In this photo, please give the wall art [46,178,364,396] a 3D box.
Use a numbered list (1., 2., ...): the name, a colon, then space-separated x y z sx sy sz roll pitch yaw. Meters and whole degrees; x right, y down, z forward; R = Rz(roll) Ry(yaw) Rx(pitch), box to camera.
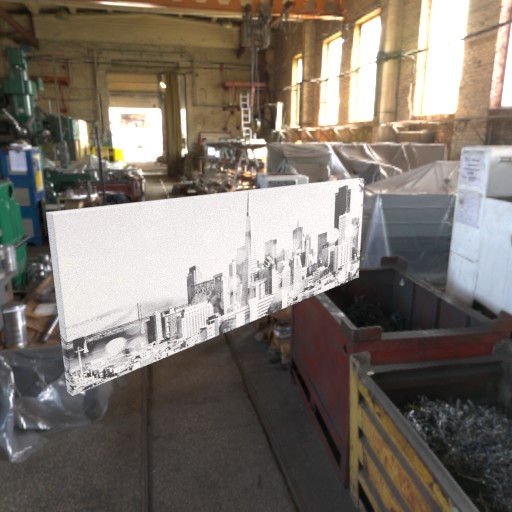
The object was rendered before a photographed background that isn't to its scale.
1. wall art: 0.000 0.000 1.710 0.039 0.507 1.520 13 19 41
